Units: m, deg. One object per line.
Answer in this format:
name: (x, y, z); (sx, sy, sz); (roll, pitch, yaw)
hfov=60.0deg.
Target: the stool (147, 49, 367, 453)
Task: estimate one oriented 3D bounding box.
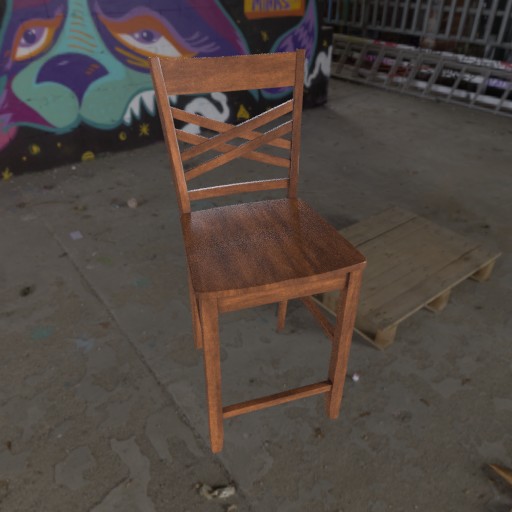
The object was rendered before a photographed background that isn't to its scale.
stool: (0.000, 0.000, 1.362); (0.462, 1.079, 0.539); (-10, 35, -14)
